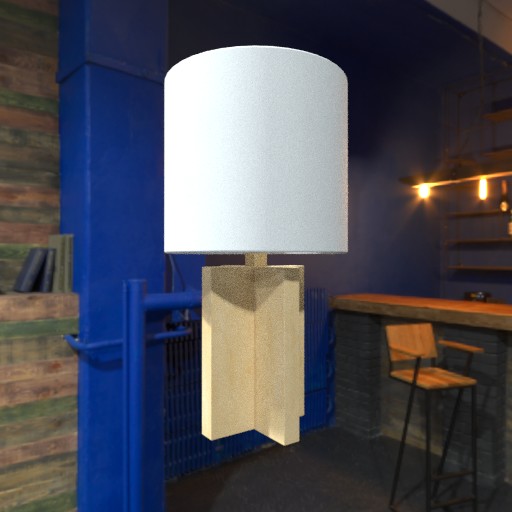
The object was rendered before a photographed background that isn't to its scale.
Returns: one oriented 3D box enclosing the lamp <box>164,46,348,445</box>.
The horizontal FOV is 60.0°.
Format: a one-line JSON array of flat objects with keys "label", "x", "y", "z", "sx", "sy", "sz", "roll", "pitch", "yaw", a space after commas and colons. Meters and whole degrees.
[{"label": "lamp", "x": 0.000, "y": 0.000, "z": 0.564, "sx": 0.229, "sy": 0.428, "sz": 0.229, "roll": 0, "pitch": 0, "yaw": -35}]
